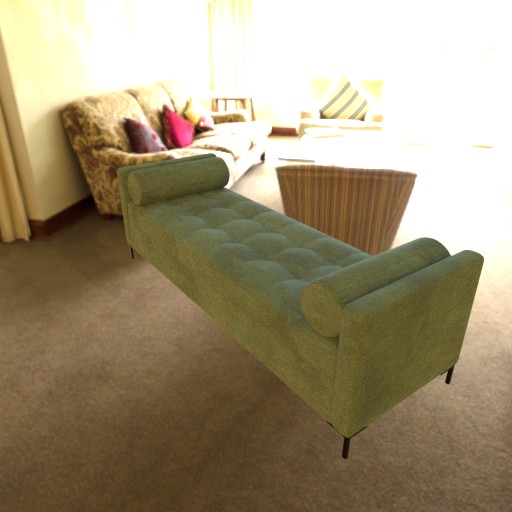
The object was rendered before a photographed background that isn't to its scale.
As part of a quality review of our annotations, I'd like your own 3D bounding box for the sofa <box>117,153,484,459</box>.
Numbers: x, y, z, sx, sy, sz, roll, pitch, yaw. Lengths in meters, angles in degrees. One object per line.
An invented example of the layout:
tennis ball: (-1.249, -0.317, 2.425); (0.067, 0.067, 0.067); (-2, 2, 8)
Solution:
sofa: (0.000, 0.000, 2.318); (0.686, 0.635, 1.981); (-18, 32, -32)
